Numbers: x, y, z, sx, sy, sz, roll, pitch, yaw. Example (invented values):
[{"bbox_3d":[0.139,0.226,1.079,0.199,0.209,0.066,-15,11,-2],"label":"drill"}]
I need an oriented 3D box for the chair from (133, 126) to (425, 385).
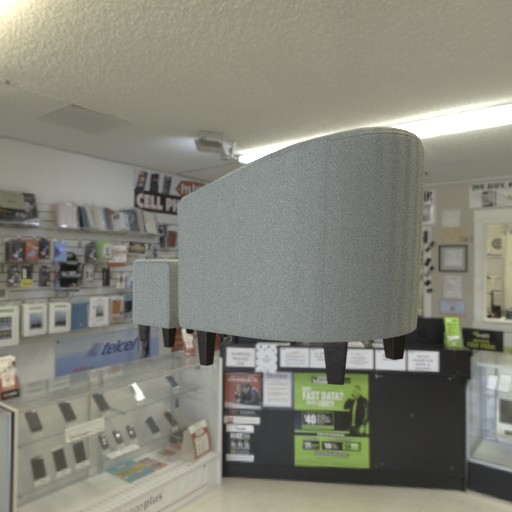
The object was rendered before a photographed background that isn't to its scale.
[{"bbox_3d":[0.000,0.000,1.769,1.288,0.757,0.756,-1,-1,39],"label":"chair"}]
